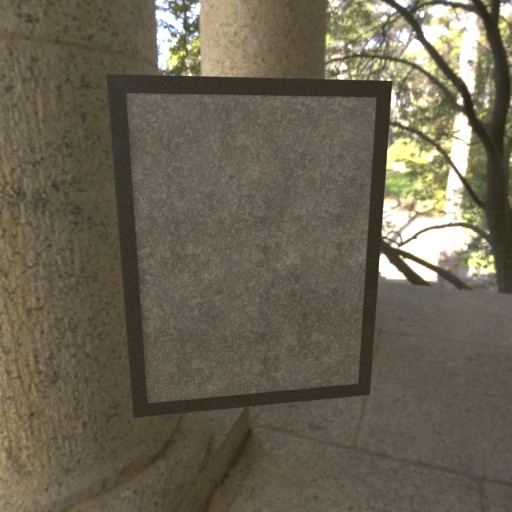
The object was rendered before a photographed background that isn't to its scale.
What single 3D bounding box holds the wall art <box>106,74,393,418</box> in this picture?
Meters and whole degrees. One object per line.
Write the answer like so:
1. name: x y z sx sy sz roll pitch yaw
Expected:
1. wall art: 0.000 0.000 1.308 0.767 0.983 0.030 -2 15 -9
